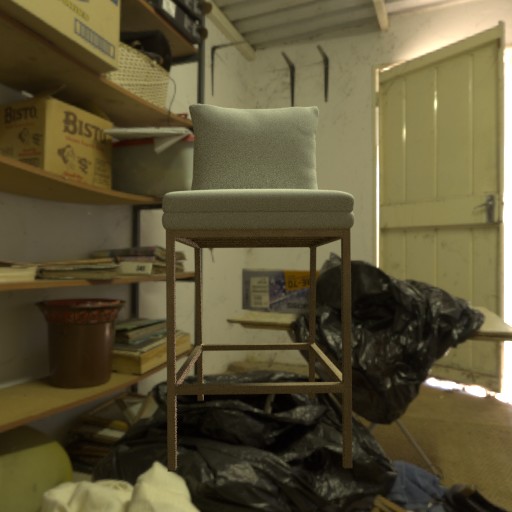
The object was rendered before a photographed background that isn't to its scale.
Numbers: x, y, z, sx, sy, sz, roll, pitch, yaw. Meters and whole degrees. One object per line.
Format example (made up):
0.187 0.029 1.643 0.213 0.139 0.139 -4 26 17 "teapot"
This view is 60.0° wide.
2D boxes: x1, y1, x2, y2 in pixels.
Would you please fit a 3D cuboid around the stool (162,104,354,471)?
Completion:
0.000 0.000 1.332 0.463 1.032 0.572 0 0 -1 "stool"
